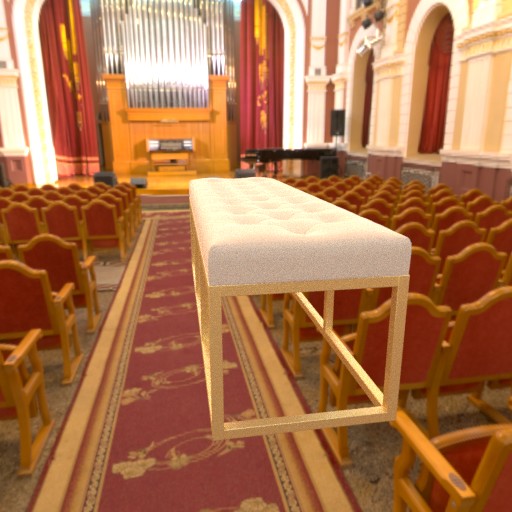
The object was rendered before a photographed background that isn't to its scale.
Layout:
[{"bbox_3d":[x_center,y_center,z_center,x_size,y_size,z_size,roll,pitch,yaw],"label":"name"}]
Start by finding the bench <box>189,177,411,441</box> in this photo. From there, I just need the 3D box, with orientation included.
[{"bbox_3d":[0.000,0.000,1.705,0.457,0.484,1.473,-3,15,-9],"label":"bench"}]
